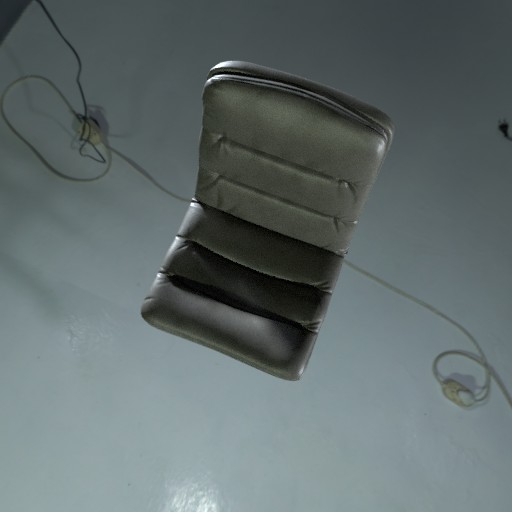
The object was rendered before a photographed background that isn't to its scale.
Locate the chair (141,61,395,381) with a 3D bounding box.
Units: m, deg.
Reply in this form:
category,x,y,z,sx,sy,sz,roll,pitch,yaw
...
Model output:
category,x,y,z,sx,sy,sz,roll,pitch,yaw
chair,0.000,0.000,1.056,0.422,0.738,0.485,21,77,5
